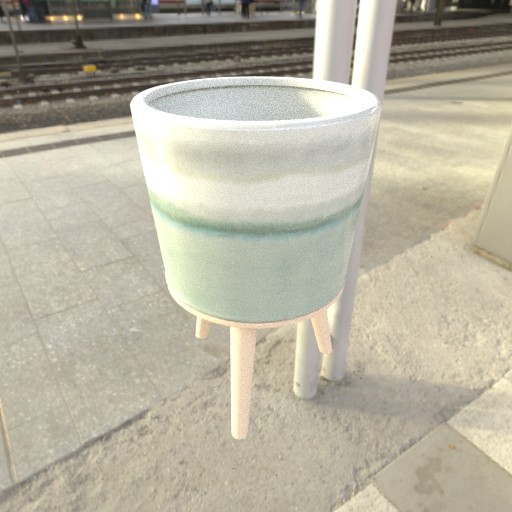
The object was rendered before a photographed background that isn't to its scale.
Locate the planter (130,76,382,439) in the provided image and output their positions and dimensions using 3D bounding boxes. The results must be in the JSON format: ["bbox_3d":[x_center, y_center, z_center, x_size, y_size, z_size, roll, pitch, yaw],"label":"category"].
[{"bbox_3d":[0.000,0.000,0.580,0.265,0.404,0.265,-21,36,-31],"label":"planter"}]
